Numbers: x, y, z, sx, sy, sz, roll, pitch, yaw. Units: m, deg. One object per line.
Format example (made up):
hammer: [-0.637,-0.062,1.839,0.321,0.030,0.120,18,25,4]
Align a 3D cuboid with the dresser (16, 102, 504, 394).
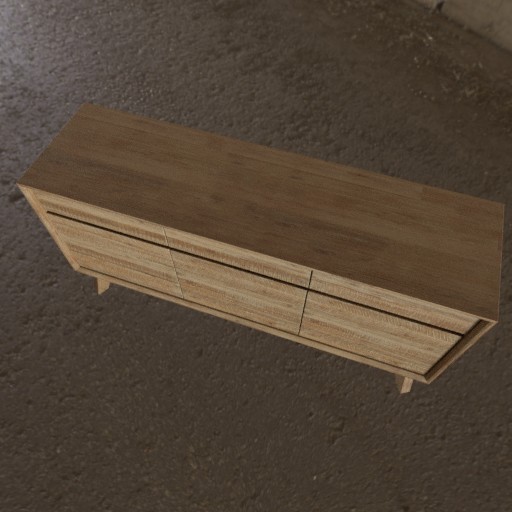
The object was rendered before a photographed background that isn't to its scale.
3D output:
dresser: [0.000,0.000,1.840,1.602,0.788,0.455,16,59,10]
